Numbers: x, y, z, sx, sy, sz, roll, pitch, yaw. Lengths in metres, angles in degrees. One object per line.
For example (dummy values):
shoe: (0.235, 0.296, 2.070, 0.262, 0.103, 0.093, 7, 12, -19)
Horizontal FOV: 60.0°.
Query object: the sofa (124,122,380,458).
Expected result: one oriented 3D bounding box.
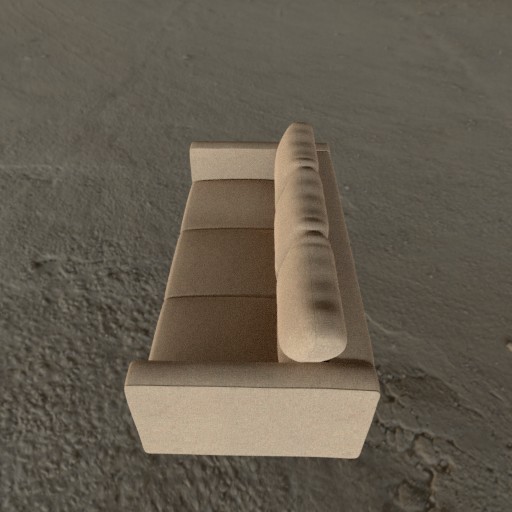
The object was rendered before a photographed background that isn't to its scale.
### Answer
sofa: (0.000, 0.000, 2.371, 0.930, 0.800, 1.855, 1, 41, 1)
